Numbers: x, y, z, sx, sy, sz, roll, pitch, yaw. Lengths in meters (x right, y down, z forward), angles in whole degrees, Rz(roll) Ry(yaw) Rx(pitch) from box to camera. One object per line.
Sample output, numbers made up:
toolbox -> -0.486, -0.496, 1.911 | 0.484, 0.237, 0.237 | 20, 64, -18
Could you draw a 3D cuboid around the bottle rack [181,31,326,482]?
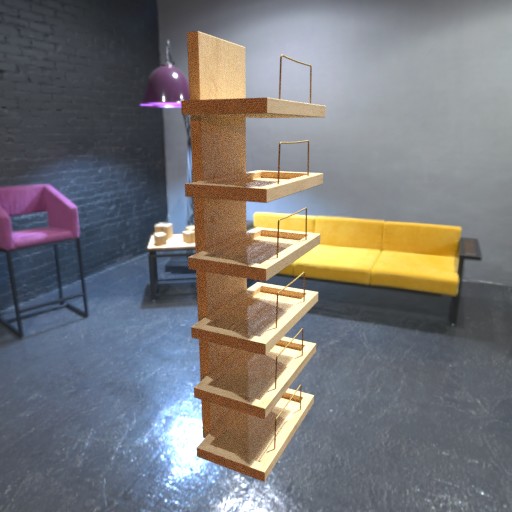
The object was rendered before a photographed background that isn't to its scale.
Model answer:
bottle rack -> 0.000, 0.000, 1.046 | 0.206, 0.943, 0.330 | 8, 18, 25
